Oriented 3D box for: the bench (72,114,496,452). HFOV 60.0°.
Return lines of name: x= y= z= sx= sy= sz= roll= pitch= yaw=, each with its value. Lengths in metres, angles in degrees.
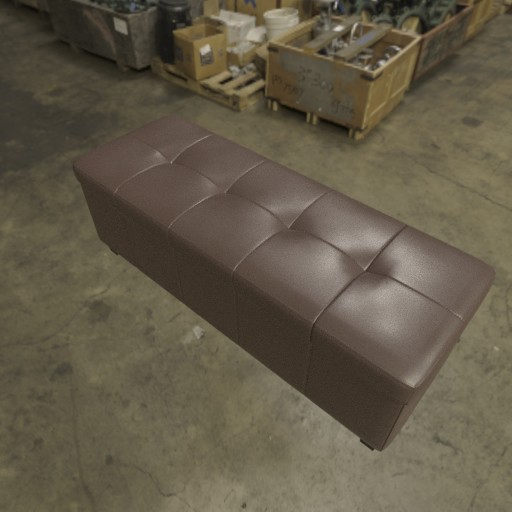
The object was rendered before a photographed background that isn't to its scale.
bench: x=0.000 y=0.000 z=1.384 sx=1.219 sy=0.417 sz=0.450 roll=32 pitch=53 yaw=28
